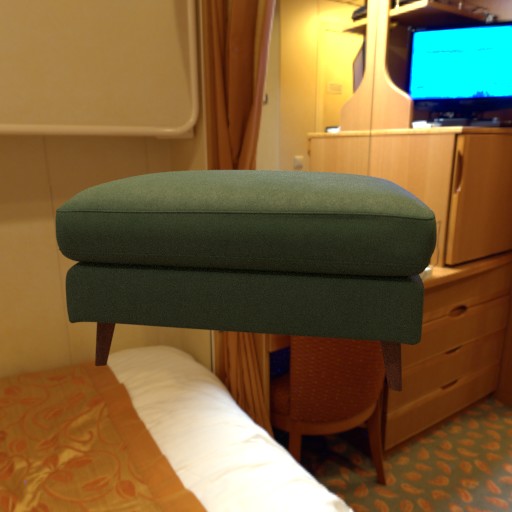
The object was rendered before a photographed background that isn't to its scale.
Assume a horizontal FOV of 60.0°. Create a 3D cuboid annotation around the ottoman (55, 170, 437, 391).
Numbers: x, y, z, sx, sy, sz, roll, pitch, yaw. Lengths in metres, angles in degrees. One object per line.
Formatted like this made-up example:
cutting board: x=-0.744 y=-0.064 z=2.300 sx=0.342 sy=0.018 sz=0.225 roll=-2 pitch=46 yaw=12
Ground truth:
ottoman: x=0.000 y=0.000 z=1.192 sx=0.811 sy=0.449 sz=0.608 roll=2 pitch=14 yaw=9
